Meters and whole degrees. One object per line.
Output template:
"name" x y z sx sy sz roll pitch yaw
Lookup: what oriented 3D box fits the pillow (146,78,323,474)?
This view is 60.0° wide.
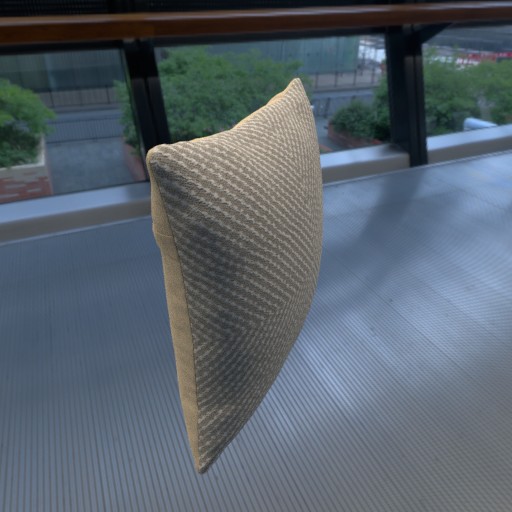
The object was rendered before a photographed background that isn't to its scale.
"pillow" 0.000 0.000 0.685 0.181 0.458 0.459 11 32 18
